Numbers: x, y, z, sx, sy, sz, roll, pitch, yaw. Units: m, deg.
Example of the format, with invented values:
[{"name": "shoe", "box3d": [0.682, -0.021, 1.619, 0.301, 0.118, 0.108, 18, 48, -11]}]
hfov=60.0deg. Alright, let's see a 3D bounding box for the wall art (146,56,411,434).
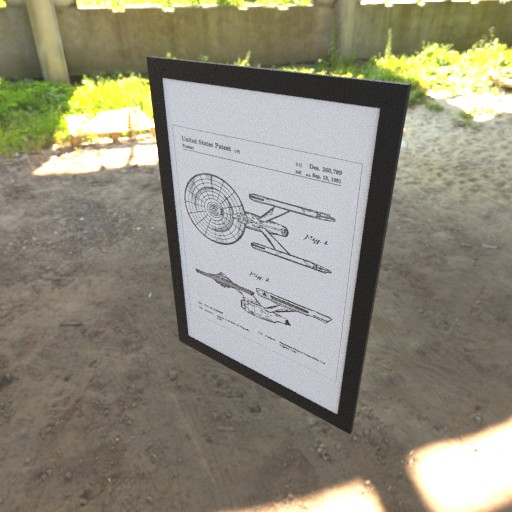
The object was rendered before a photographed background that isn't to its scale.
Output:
[{"name": "wall art", "box3d": [0.000, 0.000, 0.672, 0.379, 0.530, 0.008, 20, 36, 30]}]
